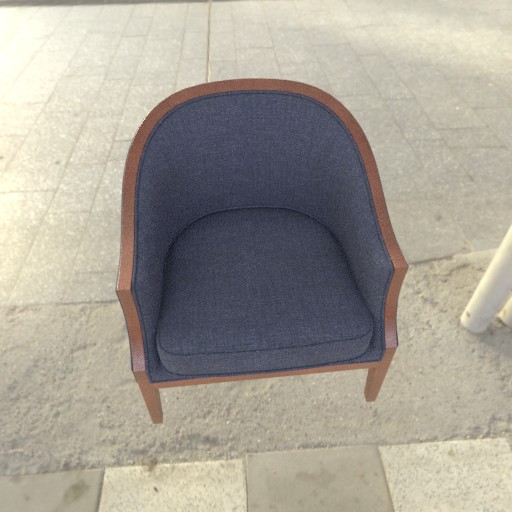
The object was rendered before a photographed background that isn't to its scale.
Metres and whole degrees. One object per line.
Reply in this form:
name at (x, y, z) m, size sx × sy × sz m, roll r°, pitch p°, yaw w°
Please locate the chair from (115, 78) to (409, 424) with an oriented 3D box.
chair at (0.000, 0.000, 1.455) m, size 0.803 × 0.876 × 0.735 m, roll -4°, pitch 46°, yaw -4°
